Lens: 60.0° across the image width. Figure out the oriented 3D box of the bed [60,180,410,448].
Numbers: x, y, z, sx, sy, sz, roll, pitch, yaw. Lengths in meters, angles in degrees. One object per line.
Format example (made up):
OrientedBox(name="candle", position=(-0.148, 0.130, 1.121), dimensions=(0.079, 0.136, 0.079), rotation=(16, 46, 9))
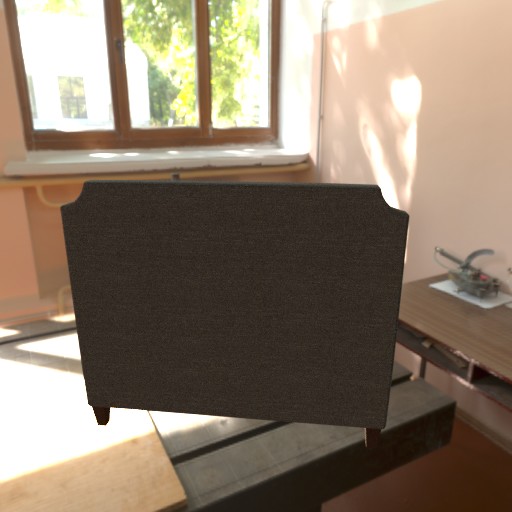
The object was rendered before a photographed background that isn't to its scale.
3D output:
OrientedBox(name="bed", position=(0.000, 0.000, 3.437), dimensions=(1.713, 1.457, 2.381), rotation=(2, 18, 7))
